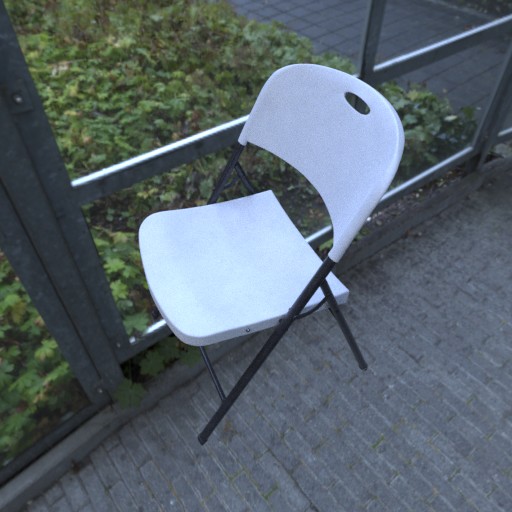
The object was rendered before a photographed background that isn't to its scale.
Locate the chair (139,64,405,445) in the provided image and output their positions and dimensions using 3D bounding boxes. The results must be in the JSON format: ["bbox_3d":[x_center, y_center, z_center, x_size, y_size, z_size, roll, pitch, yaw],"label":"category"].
[{"bbox_3d":[0.000,0.000,1.159,0.566,0.810,0.494,-19,50,-17],"label":"chair"}]
